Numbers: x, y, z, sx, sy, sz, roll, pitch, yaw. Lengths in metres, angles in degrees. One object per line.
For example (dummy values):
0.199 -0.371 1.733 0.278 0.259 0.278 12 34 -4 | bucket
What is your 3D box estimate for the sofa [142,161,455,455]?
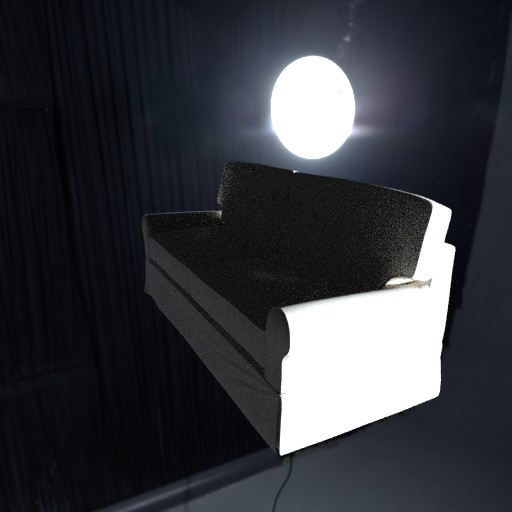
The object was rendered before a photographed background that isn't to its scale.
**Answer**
0.000 0.000 2.503 0.862 0.937 2.021 -9 19 -26 | sofa
